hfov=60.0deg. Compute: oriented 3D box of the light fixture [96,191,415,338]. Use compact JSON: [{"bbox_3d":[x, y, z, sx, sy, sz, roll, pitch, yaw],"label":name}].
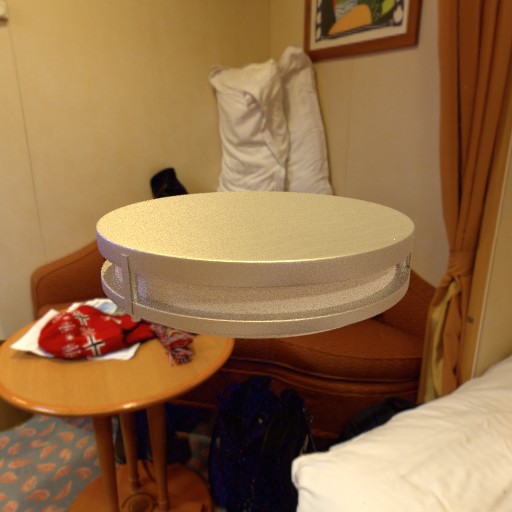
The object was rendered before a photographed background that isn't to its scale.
[{"bbox_3d":[0.000,0.000,0.535,0.356,0.102,0.356,0,17,0],"label":"light fixture"}]
